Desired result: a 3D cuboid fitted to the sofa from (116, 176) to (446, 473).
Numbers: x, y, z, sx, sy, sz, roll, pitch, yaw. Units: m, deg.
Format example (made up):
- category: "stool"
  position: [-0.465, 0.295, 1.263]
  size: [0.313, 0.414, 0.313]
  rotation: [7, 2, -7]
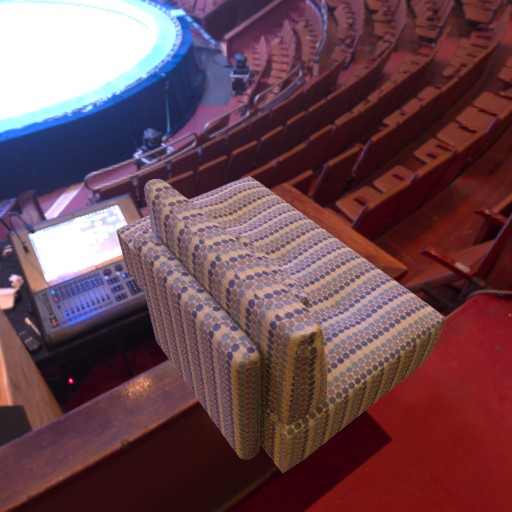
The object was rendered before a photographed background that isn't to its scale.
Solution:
- category: "sofa"
  position: [0.000, 0.000, 2.027]
  size: [1.000, 0.820, 1.450]
  rotation: [-26, 48, -26]
